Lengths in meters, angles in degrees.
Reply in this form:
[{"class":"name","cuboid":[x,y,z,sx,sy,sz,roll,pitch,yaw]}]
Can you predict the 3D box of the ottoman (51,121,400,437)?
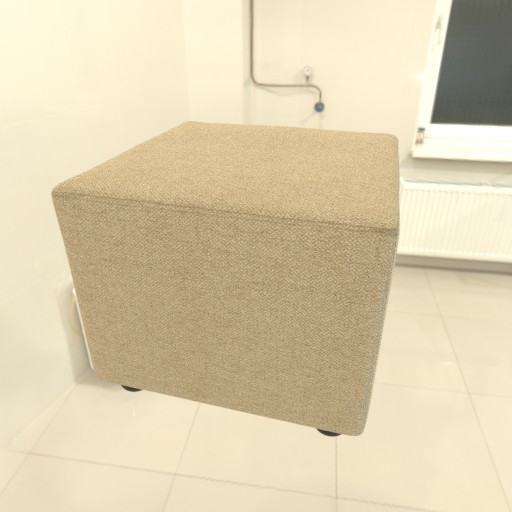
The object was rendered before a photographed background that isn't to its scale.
[{"class":"ottoman","cuboid":[0.000,0.000,0.890,0.508,0.432,0.508,8,30,14]}]
